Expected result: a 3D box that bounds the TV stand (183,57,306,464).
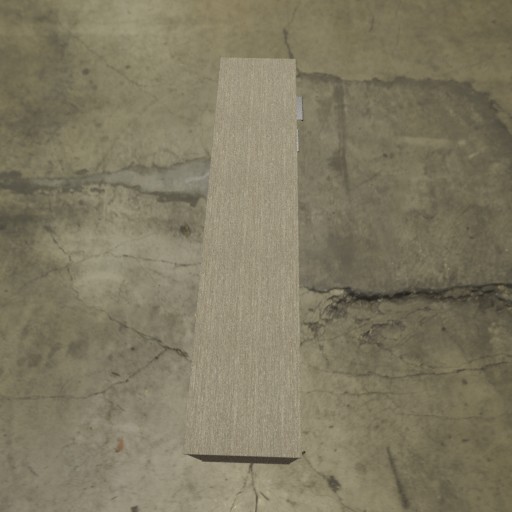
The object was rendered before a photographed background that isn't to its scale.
[{"bbox_3d":[0.000,0.000,2.142,0.405,0.787,1.804,2,63,1],"label":"TV stand"}]
